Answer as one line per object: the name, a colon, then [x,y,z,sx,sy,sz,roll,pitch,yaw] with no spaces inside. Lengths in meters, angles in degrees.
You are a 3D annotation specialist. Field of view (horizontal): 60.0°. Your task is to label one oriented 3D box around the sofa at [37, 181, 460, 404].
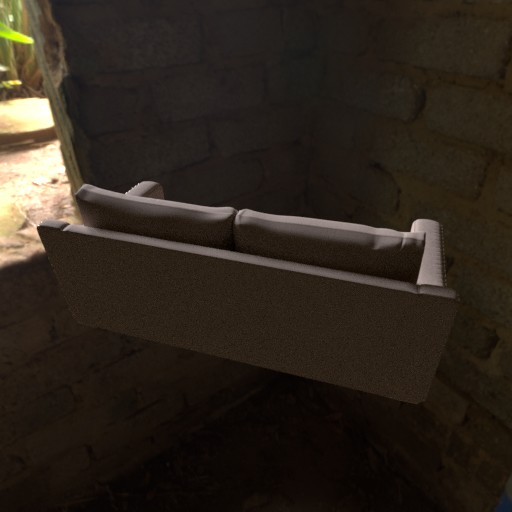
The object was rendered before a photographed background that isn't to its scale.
sofa: [0.000,0.000,2.508,1.967,0.901,1.030,10,34,15]
